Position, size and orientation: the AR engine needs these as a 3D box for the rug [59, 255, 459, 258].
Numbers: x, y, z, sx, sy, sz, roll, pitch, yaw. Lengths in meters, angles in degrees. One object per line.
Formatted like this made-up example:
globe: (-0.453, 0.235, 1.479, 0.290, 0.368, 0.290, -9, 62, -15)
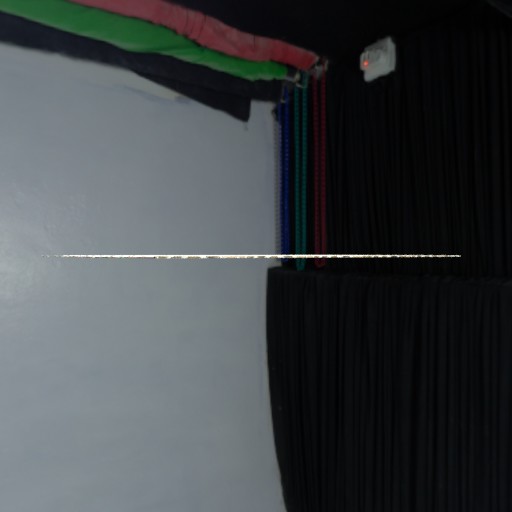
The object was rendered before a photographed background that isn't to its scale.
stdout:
rug: (0.000, 0.000, 2.290, 1.829, 0.008, 1.219, 0, 0, -36)
